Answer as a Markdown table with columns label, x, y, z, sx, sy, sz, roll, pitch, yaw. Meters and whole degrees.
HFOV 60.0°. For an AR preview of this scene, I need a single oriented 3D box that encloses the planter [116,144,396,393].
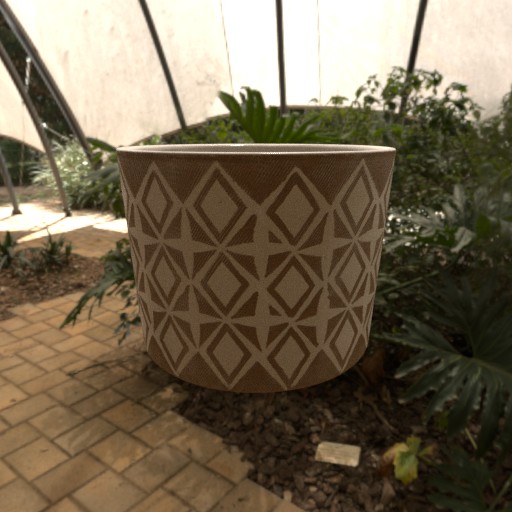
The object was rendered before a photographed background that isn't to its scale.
| label | x | y | z | sx | sy | sz | roll | pitch | yaw |
| --- | --- | --- | --- | --- | --- | --- | --- | --- | --- |
| planter | 0.000 | 0.000 | 0.459 | 0.260 | 0.220 | 0.260 | 0 | 15 | 0 |
